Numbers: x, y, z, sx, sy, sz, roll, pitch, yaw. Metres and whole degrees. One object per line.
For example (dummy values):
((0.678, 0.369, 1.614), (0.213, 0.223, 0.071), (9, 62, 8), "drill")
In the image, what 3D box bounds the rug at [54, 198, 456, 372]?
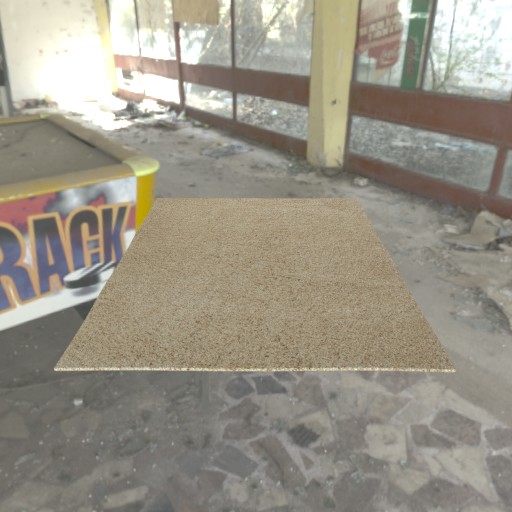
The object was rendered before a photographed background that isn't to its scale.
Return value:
((0.000, 0.000, 3.981), (2.400, 0.025, 3.000), (0, 27, 0), "rug")
